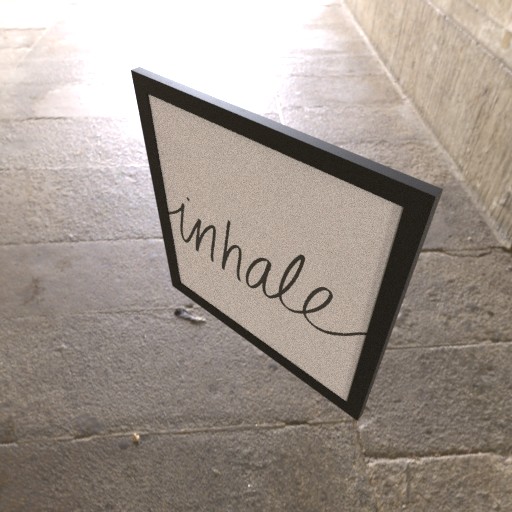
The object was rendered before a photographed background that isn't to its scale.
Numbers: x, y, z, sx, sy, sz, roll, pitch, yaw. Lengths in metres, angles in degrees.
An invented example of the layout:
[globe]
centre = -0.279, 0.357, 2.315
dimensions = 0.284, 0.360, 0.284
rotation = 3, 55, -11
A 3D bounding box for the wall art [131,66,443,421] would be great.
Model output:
[wall art]
centre = 0.000, 0.000, 0.532
dimensions = 0.356, 0.356, 0.013
rotation = 31, 52, 28
